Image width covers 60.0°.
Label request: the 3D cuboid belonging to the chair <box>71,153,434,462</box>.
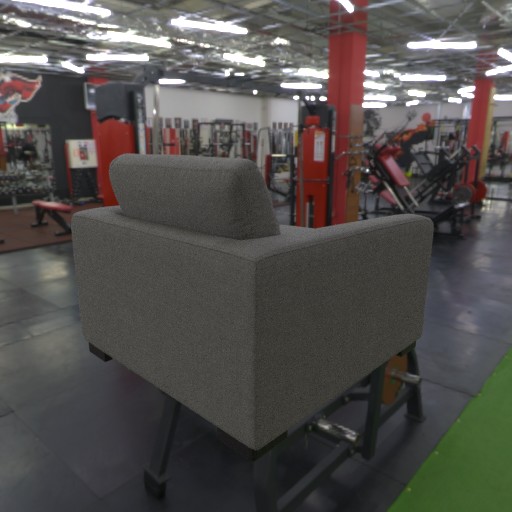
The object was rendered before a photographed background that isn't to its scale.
[{"bbox_3d":[0.000,0.000,1.873,1.070,0.847,1.100,13,20,43],"label":"chair"}]
